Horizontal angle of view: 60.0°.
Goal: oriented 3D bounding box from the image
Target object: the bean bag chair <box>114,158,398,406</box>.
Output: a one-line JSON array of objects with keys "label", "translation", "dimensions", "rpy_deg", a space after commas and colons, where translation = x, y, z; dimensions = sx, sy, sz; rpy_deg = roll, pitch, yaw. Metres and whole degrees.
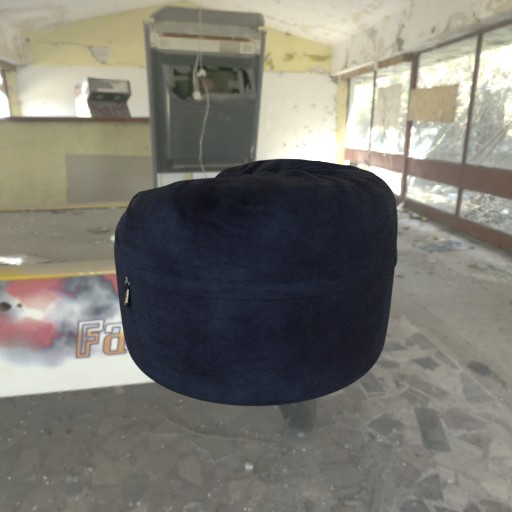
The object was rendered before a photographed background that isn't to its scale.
[{"label": "bean bag chair", "translation": [0.000, 0.000, 1.507], "dimensions": [0.918, 0.616, 0.918], "rpy_deg": [0, 16, 0]}]
